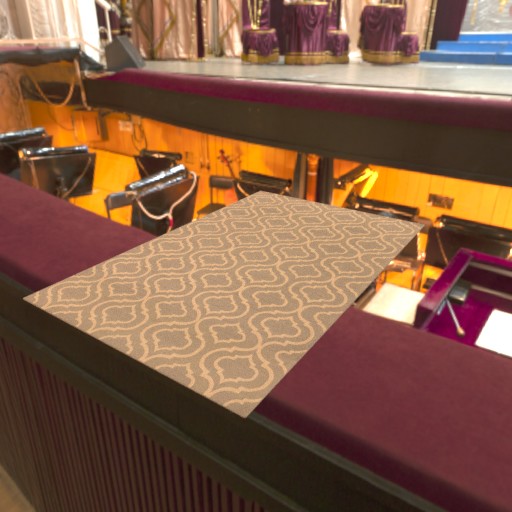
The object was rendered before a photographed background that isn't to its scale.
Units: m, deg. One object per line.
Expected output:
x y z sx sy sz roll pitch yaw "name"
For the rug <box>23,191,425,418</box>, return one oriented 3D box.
0.000 0.000 2.185 1.141 0.015 1.749 17 31 31 "rug"
